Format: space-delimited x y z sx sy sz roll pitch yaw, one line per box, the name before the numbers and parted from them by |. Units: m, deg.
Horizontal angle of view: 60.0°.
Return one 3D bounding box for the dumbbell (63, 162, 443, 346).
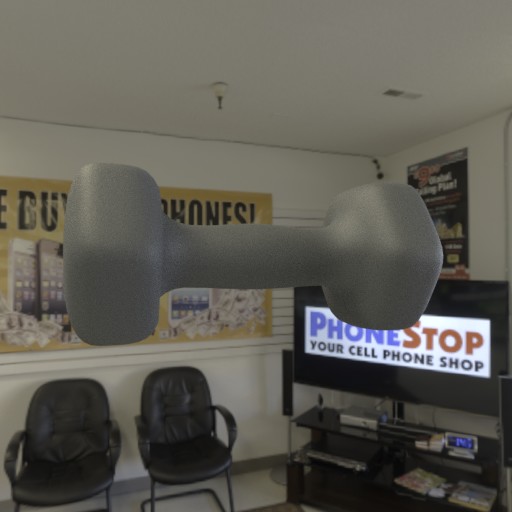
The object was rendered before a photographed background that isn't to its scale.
dumbbell | 0.000 0.000 0.301 0.240 0.105 0.116 0 -1 -18
